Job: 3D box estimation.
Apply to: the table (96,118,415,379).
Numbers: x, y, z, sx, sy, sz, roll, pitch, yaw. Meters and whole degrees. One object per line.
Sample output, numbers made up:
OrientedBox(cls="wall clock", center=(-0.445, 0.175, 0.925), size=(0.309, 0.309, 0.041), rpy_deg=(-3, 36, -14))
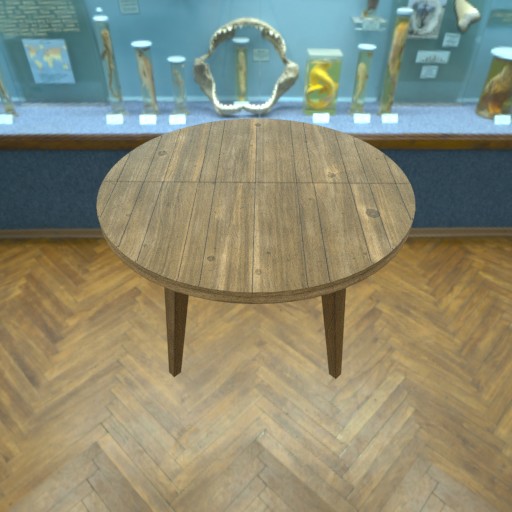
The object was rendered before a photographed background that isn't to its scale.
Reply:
OrientedBox(cls="table", center=(0.000, 0.000, 1.996), size=(1.213, 0.764, 1.213), rpy_deg=(0, 41, 0))
